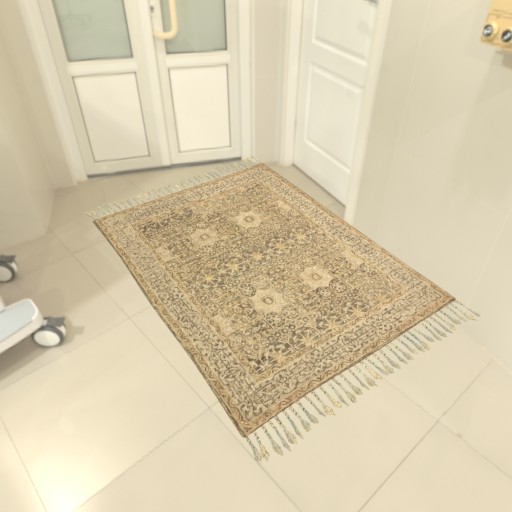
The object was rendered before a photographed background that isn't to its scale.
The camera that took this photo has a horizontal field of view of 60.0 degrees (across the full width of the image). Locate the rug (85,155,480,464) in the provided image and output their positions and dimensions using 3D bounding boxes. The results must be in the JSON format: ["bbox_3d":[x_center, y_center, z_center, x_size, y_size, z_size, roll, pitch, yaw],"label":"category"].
[{"bbox_3d":[0.000,0.000,3.080,1.619,0.023,2.465,-24,46,-26],"label":"rug"}]
